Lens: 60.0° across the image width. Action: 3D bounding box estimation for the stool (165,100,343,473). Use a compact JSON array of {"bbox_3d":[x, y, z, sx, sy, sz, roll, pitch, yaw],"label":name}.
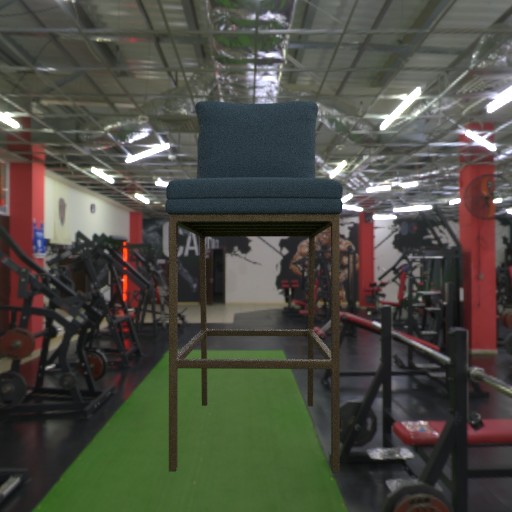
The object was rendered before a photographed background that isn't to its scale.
[{"bbox_3d":[0.000,0.000,1.421,0.463,1.124,0.568,0,0,1],"label":"stool"}]
